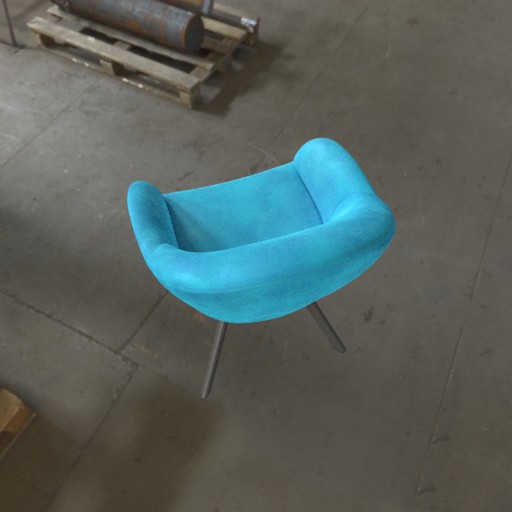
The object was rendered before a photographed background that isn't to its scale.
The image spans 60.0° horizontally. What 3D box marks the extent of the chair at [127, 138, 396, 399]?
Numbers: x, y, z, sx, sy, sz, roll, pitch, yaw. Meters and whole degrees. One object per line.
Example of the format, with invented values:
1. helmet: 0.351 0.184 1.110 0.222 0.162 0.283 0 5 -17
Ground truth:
1. chair: 0.000 0.000 1.174 0.550 0.795 0.590 -16 59 -10
